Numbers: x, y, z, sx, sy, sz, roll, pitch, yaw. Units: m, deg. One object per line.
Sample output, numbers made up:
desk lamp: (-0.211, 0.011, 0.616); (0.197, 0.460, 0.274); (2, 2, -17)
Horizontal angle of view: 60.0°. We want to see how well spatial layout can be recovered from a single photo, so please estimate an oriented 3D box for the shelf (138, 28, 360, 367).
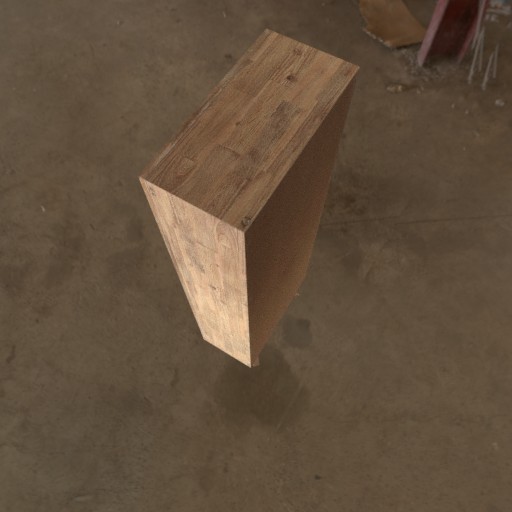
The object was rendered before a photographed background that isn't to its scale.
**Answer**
shelf: (0.000, 0.000, 1.529); (0.267, 1.342, 0.491); (29, 68, 13)
